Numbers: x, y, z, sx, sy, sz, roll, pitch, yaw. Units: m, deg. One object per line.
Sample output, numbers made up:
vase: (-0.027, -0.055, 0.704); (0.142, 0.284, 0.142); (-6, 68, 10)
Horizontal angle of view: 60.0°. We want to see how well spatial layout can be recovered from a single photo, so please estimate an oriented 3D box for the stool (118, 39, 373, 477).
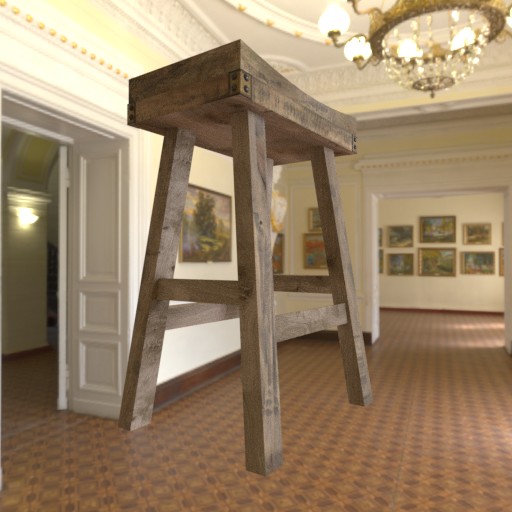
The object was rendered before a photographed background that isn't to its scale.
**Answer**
stool: (0.000, 0.000, 0.901); (0.330, 0.635, 0.450); (-1, -1, 35)
